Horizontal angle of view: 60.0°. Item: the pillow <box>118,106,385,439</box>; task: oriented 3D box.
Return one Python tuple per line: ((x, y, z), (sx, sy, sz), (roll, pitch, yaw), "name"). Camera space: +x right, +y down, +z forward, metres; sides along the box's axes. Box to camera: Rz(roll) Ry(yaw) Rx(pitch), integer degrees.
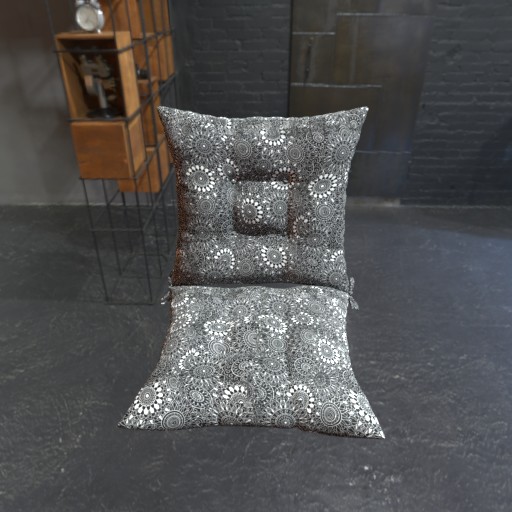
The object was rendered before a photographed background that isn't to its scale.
((0.000, 0.000, 0.970), (0.541, 0.536, 0.585), (1, 30, 2), "pillow")
